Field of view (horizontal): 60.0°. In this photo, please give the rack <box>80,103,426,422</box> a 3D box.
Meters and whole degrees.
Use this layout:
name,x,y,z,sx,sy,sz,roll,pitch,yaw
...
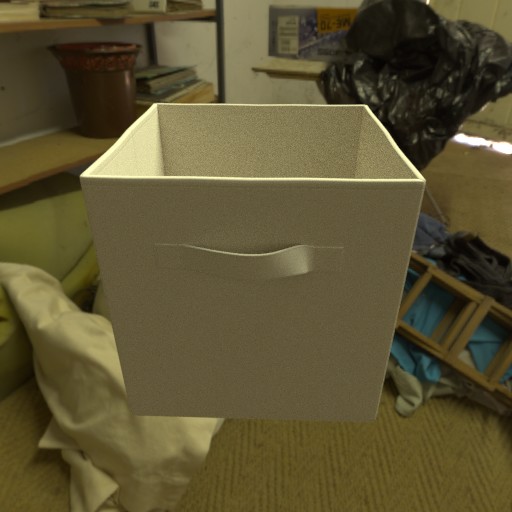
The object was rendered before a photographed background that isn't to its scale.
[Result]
name,x,y,z,sx,sy,sz,roll,pitch,yaw
rack,0.000,0.000,0.509,0.270,0.280,0.270,1,31,2
